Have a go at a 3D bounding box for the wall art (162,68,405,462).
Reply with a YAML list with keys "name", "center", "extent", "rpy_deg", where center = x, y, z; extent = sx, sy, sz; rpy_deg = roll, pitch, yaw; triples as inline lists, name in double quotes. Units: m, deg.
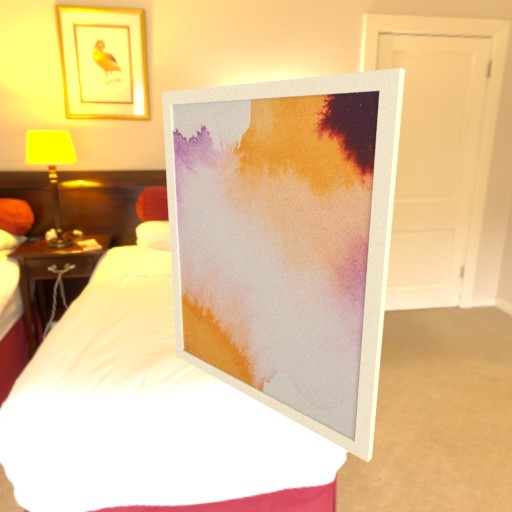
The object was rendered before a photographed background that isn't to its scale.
- name: "wall art"
  center: [0.000, 0.000, 0.762]
  extent: [0.482, 0.557, 0.012]
  rpy_deg: [14, 21, 42]
